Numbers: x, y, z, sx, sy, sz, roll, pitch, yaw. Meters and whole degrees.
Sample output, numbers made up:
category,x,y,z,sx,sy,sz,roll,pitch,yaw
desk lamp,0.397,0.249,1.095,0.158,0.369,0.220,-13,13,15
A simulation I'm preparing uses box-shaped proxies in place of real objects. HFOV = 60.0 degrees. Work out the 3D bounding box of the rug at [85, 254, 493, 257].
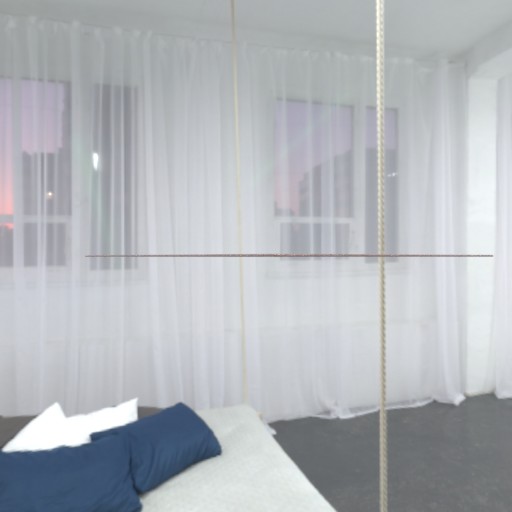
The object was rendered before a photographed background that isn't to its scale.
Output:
category,x,y,z,sx,sy,sz,roll,pitch,yaw
rug,0.000,0.000,2.293,1.219,0.009,1.829,0,0,-36
